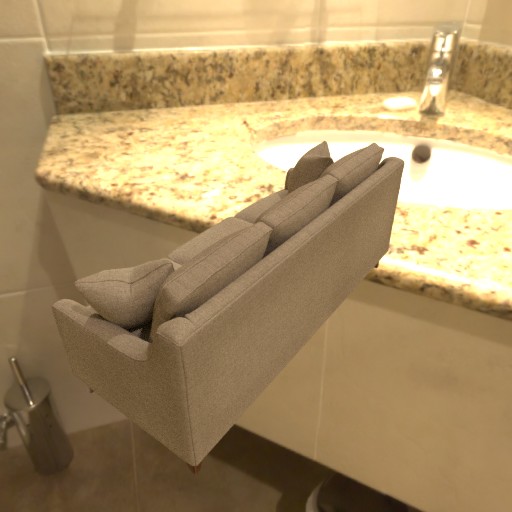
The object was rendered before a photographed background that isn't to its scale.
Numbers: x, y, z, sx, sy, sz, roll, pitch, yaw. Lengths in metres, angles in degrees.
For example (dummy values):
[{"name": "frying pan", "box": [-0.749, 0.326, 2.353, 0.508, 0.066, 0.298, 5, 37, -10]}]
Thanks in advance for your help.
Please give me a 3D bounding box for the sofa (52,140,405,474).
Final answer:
[{"name": "sofa", "box": [0.000, 0.000, 2.493, 0.865, 0.914, 2.031, 22, 39, 30]}]
